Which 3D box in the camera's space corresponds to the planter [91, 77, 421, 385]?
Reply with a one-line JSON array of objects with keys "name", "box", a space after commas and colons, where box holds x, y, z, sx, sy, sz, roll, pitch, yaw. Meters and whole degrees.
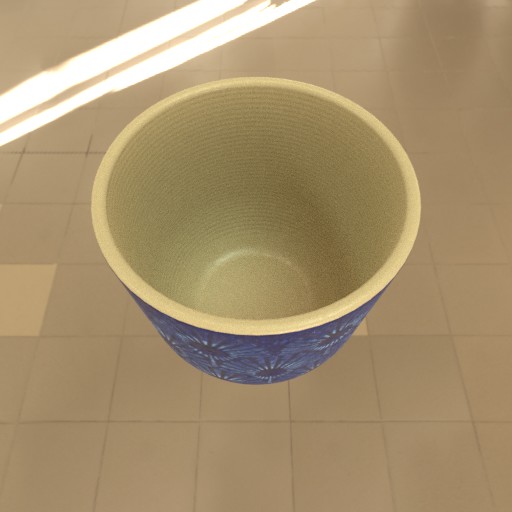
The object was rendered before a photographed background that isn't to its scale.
[{"name": "planter", "box": [0.000, 0.000, 0.295, 0.170, 0.153, 0.170, 0, 59, 0]}]
